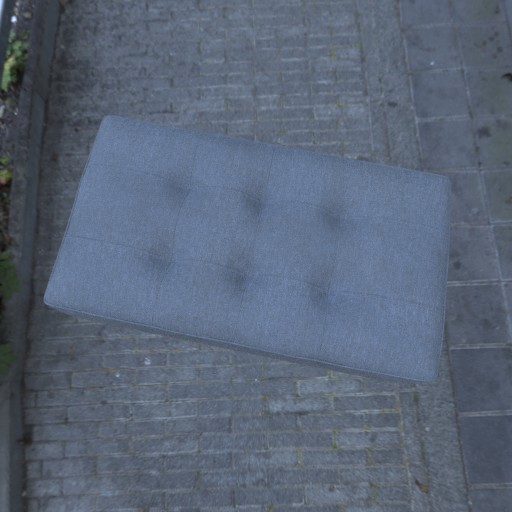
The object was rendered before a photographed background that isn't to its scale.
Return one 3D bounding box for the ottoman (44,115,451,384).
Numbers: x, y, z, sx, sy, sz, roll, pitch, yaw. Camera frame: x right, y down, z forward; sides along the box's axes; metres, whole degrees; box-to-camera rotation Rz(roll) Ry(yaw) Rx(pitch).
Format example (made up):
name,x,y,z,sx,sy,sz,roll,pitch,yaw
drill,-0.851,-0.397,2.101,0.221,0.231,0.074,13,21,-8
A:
name,x,y,z,sx,sy,sz,roll,pitch,yaw
ottoman,0.000,0.000,1.496,1.143,0.514,0.648,11,75,3
